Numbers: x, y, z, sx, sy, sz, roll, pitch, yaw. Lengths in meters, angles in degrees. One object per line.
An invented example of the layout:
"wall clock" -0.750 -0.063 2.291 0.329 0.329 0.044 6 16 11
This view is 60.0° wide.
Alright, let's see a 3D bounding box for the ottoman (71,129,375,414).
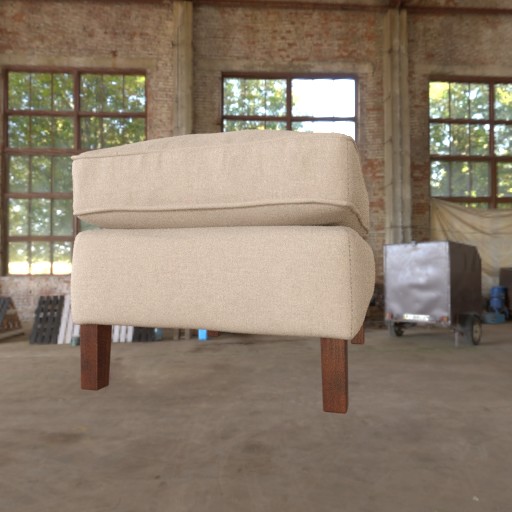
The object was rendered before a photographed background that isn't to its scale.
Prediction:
"ottoman" 0.000 0.000 0.973 0.501 0.456 0.665 0 -1 16
